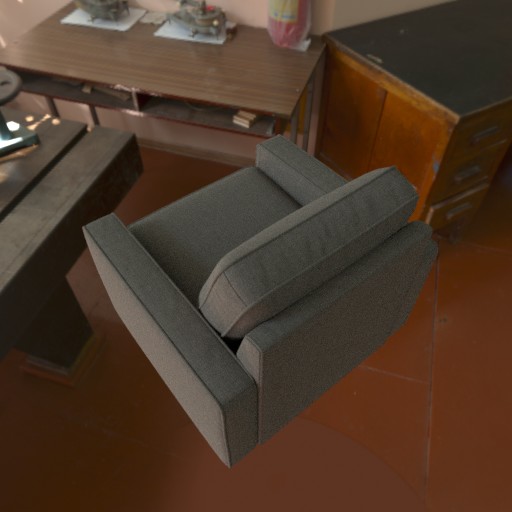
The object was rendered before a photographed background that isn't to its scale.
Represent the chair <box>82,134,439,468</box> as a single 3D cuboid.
[{"bbox_3d":[0.000,0.000,1.733,1.017,0.919,0.940,-31,56,-24],"label":"chair"}]
